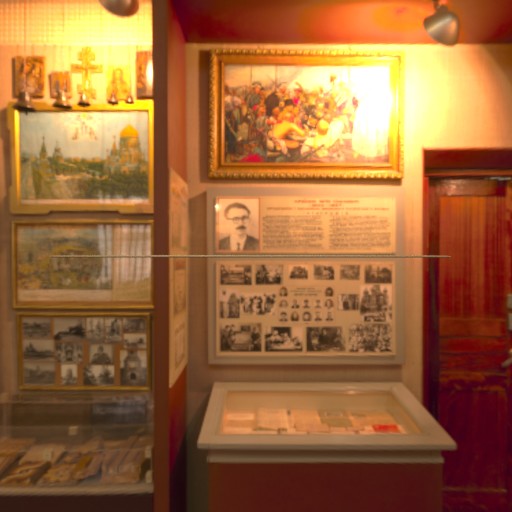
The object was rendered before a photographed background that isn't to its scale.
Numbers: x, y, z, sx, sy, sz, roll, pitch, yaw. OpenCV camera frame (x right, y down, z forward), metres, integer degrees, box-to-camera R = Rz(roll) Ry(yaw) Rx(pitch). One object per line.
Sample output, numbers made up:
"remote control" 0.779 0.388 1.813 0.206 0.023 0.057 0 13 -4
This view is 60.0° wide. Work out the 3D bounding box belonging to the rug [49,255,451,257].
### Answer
"rug" 0.000 0.000 4.089 2.363 0.012 2.980 0 0 2
